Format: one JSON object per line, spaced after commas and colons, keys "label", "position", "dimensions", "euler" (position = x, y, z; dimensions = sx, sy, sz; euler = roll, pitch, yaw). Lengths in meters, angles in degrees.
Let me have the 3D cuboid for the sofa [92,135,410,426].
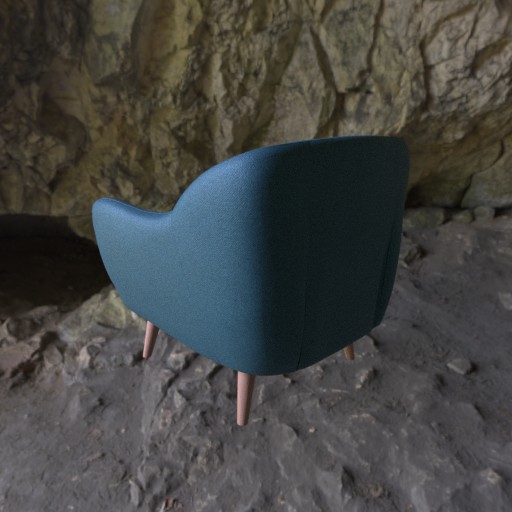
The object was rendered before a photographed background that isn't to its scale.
{"label": "sofa", "position": [0.000, 0.000, 1.530], "dimensions": [0.836, 0.817, 0.825], "euler": [-15, 22, -41]}
